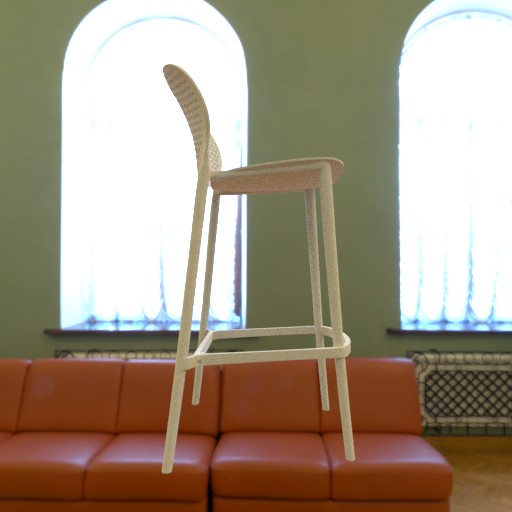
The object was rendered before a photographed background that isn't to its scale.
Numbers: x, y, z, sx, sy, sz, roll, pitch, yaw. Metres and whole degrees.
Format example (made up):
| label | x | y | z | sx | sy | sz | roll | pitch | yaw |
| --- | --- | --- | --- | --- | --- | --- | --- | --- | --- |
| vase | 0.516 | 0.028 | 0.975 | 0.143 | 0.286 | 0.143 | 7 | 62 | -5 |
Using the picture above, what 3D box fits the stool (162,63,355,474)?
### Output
| label | x | y | z | sx | sy | sz | roll | pitch | yaw |
| --- | --- | --- | --- | --- | --- | --- | --- | --- | --- |
| stool | 0.000 | 0.000 | 1.326 | 0.535 | 1.045 | 0.536 | 0 | -1 | 0 |
